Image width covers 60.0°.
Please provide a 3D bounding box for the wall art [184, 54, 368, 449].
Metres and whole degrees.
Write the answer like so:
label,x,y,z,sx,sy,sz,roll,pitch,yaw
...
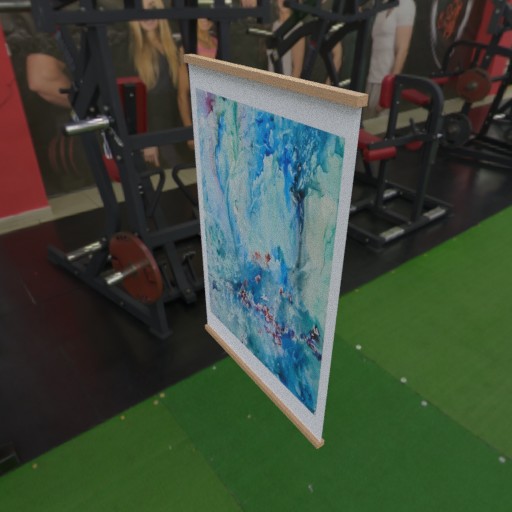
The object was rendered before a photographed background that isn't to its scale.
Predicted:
label,x,y,z,sx,sy,sz,roll,pitch,yaw
wall art,0.000,0.000,0.652,0.013,0.510,0.335,-21,37,-30
